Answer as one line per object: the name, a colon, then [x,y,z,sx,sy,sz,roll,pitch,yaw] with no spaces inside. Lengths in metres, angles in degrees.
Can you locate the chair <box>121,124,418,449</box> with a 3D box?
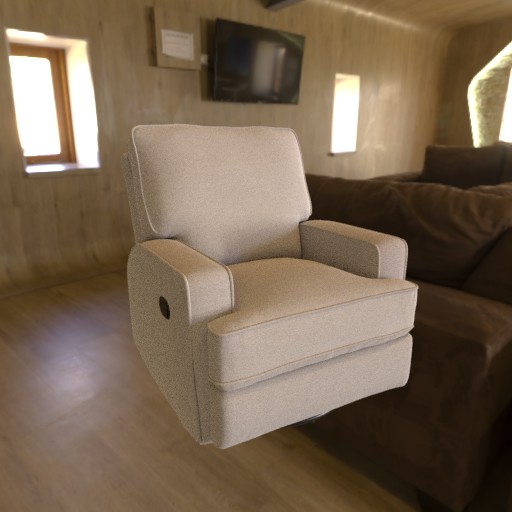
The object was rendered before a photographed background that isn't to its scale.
chair: [0.000,0.000,1.686,0.861,0.964,0.969,-9,19,-28]
